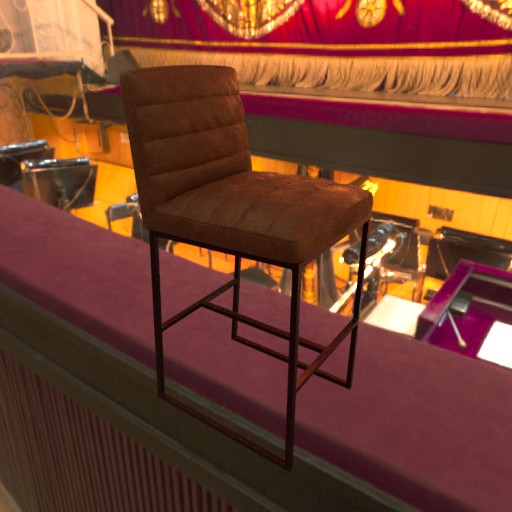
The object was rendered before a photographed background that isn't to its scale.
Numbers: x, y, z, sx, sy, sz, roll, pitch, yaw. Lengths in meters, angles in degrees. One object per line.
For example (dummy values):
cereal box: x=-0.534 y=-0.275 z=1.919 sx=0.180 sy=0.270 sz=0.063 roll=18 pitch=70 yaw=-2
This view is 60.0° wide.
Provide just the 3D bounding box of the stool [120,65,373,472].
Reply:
stool: x=0.000 y=0.000 z=1.354 sx=0.562 sy=1.065 sz=0.463 roll=16 pitch=29 yaw=31
